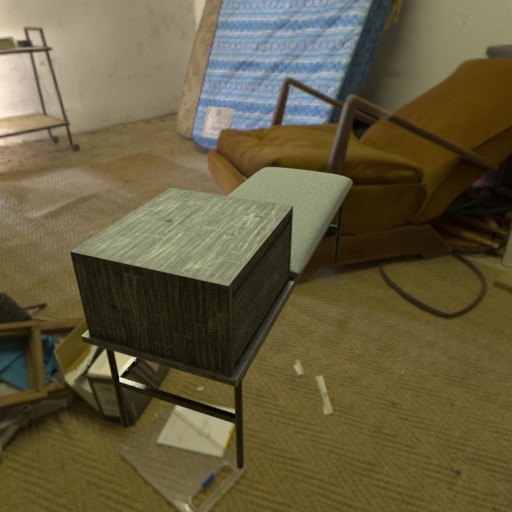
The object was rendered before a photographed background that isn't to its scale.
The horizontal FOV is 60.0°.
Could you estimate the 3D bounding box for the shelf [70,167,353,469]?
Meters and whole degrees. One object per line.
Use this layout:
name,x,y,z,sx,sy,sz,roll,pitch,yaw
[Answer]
shelf,0.000,0.000,1.637,0.457,0.633,1.342,11,31,18
